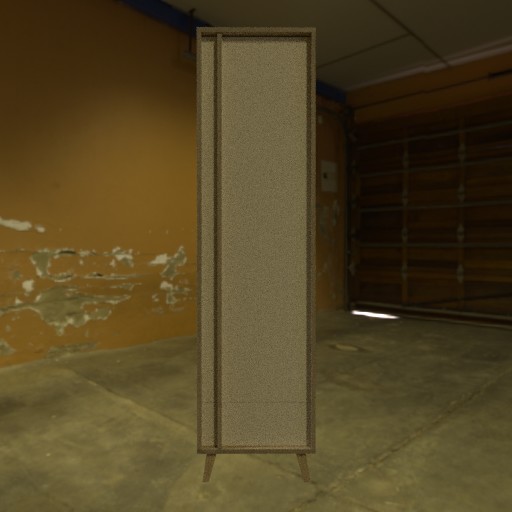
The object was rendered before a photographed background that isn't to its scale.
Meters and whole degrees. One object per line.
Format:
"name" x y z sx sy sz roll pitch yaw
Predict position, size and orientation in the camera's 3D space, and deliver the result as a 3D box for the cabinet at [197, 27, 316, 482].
"cabinet" 0.000 0.000 2.127 0.510 1.960 0.450 0 0 0
